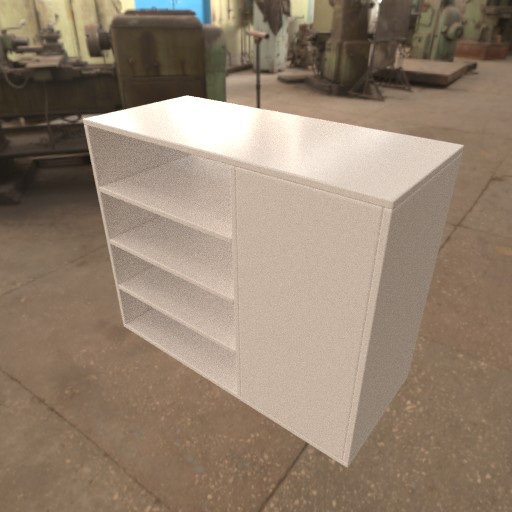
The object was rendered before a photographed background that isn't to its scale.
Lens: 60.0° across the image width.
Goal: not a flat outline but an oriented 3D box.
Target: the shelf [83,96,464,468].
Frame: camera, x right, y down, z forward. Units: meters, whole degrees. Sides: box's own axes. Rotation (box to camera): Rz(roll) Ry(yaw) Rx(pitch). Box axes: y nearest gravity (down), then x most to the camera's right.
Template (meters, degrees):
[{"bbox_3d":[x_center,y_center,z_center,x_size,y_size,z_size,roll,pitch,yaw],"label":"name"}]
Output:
[{"bbox_3d":[0.000,0.000,1.298,0.895,0.732,0.396,22,37,32],"label":"shelf"}]
